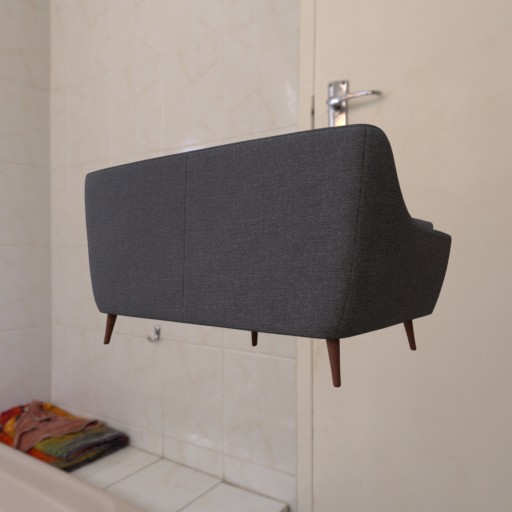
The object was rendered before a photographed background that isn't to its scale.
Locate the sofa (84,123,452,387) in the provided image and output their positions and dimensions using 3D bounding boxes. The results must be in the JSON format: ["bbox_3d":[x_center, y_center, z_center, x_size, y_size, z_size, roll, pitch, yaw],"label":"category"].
[{"bbox_3d":[0.000,0.000,2.195,1.646,0.887,0.976,0,0,35],"label":"sofa"}]
